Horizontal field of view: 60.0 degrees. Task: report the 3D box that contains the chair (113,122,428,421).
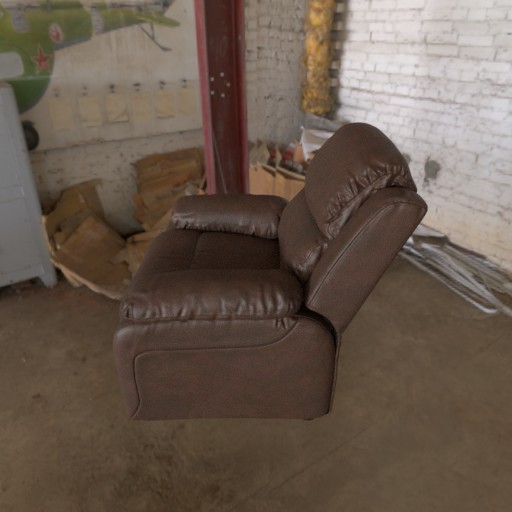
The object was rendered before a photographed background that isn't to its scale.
[{"bbox_3d":[0.000,0.000,1.257,0.707,0.702,0.680,1,28,1],"label":"chair"}]
